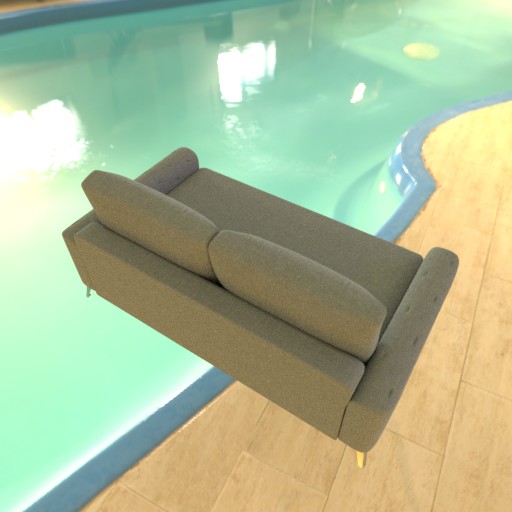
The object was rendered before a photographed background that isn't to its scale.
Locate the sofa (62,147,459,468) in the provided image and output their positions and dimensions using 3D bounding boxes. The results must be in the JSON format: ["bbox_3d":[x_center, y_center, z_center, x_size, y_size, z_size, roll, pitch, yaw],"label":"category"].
[{"bbox_3d":[0.000,0.000,2.091,1.650,0.790,0.920,25,51,22],"label":"sofa"}]
